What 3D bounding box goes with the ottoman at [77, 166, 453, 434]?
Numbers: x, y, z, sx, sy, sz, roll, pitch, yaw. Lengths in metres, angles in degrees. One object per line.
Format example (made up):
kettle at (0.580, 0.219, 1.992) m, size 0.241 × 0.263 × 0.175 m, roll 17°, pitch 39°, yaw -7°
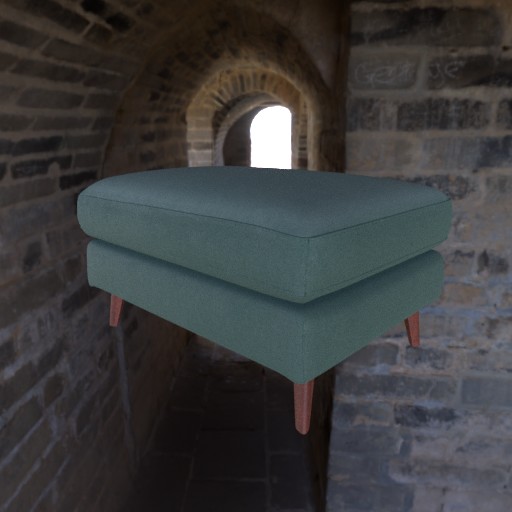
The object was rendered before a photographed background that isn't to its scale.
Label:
ottoman at (0.000, 0.000, 1.170) m, size 0.811 × 0.449 × 0.608 m, roll 14°, pitch 21°, yaw 42°
